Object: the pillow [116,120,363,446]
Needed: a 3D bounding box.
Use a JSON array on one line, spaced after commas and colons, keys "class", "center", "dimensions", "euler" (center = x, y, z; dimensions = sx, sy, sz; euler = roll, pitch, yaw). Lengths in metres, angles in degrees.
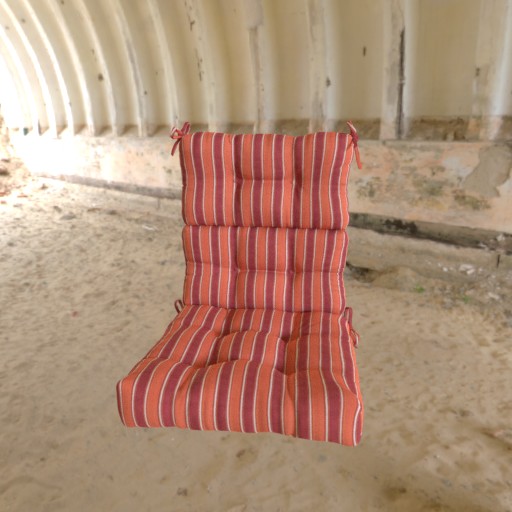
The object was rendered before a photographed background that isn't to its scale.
[{"class": "pillow", "center": [0.000, 0.000, 1.025], "dimensions": [0.519, 0.605, 0.571], "euler": [2, 16, 8]}]
